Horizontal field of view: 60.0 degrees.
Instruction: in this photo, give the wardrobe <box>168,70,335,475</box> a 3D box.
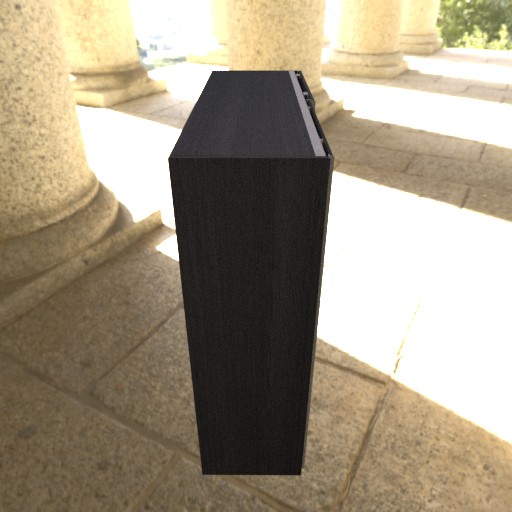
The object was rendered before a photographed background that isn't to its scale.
[{"bbox_3d":[0.000,0.000,2.867,0.629,1.960,1.780,0,32,0],"label":"wardrobe"}]
